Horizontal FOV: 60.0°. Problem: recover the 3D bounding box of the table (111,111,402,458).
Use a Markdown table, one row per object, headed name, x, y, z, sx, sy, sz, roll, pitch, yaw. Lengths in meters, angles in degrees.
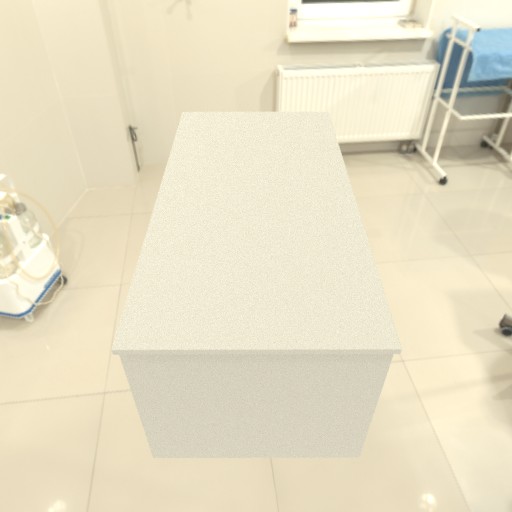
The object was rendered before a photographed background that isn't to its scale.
| name | x | y | z | sx | sy | sz | roll | pitch | yaw |
| --- | --- | --- | --- | --- | --- | --- | --- | --- | --- |
| table | 0.000 | 0.000 | 1.283 | 0.500 | 0.441 | 1.000 | 0 | 41 | 0 |
